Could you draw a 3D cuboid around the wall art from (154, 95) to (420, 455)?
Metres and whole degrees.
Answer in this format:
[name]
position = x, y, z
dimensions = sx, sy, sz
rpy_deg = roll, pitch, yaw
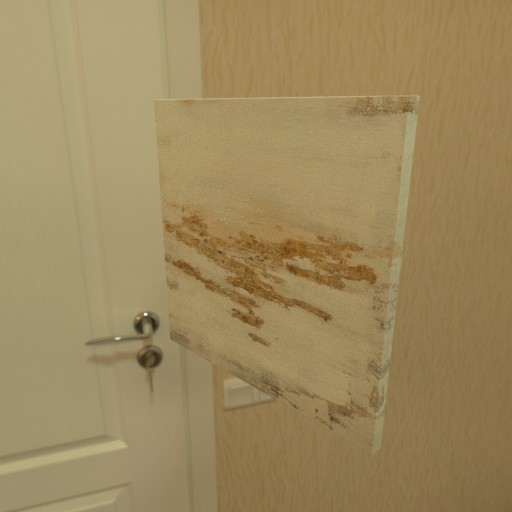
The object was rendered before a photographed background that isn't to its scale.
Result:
[wall art]
position = 0.000, 0.000, 1.125
dimensions = 0.753, 0.755, 0.038
rpy_deg = 17, 25, 41
